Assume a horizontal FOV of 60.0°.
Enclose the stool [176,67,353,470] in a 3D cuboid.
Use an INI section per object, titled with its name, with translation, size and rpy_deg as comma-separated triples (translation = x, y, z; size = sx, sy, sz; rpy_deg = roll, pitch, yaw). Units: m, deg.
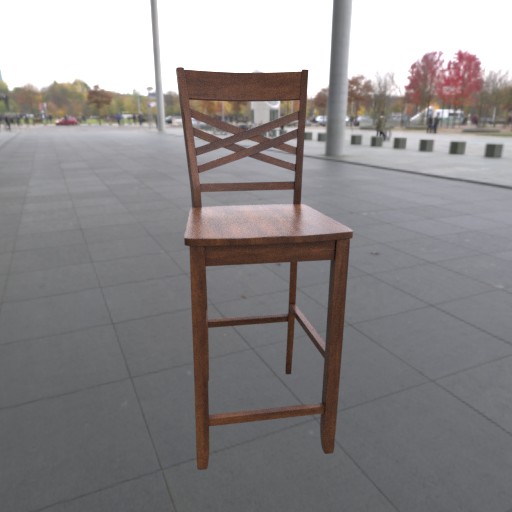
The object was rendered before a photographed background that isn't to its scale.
[stool]
translation = 0.000, 0.000, 1.348
size = 0.426, 1.098, 0.504
rpy_deg = -3, 18, -9
